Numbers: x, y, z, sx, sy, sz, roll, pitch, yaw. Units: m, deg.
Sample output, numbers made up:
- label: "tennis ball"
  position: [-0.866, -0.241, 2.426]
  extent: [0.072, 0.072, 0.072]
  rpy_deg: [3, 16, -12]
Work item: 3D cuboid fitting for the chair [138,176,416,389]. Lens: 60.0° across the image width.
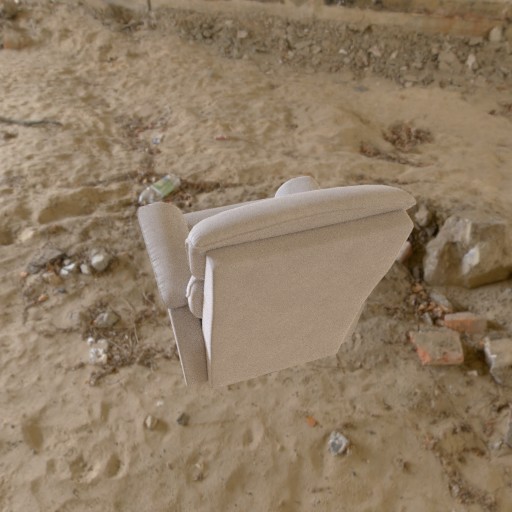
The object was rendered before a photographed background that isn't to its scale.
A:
- label: "chair"
  position: [0.000, 0.000, 1.759]
  extent: [0.820, 1.039, 1.001]
  rpy_deg: [-12, 42, -14]
